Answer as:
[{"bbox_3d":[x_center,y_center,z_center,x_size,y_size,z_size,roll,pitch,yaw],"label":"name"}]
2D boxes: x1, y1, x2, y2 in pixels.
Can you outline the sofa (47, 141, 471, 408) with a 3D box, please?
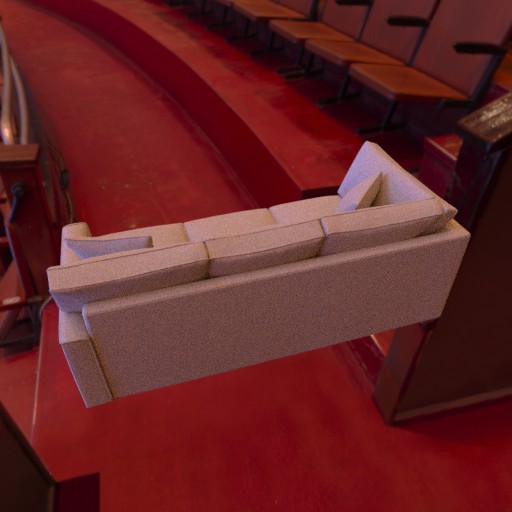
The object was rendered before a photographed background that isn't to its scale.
[{"bbox_3d":[0.000,0.000,2.860,2.317,0.962,1.061,-11,41,-13],"label":"sofa"}]
